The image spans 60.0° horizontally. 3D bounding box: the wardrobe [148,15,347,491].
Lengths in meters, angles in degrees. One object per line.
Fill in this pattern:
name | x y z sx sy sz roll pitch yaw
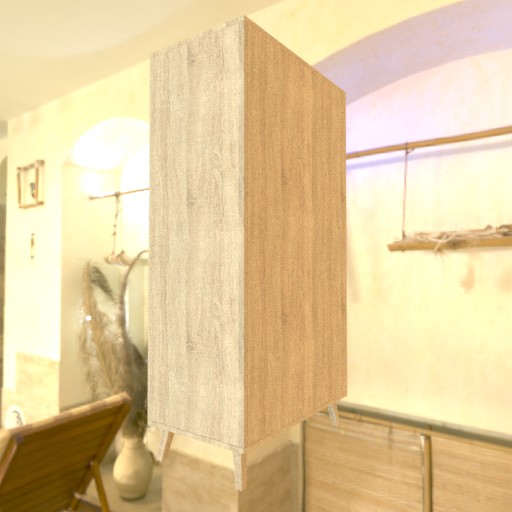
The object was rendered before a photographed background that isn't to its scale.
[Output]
wardrobe | 0.000 0.000 2.382 0.600 1.960 1.000 -1 -2 36
